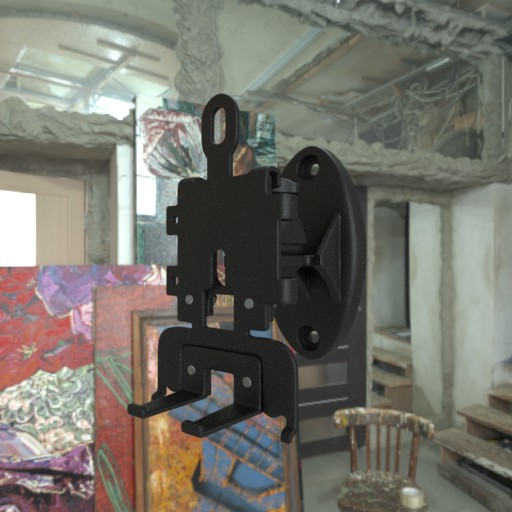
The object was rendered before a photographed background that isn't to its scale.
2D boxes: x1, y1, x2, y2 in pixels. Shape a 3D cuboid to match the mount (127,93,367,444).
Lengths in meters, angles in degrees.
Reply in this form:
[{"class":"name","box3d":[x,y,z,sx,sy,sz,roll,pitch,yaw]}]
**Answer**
[{"class":"mount","box3d":[0.000,0.000,0.179,0.066,0.118,0.100,0,0,37]}]
